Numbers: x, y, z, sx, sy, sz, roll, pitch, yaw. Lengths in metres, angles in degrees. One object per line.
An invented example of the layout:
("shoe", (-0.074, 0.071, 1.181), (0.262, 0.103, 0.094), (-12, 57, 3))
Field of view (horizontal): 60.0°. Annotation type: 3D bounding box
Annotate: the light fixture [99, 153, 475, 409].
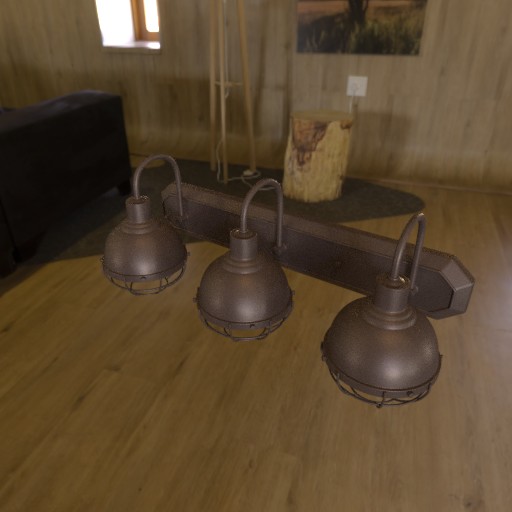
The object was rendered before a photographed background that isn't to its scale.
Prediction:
("light fixture", (0.000, 0.000, 0.736), (0.634, 0.254, 0.229), (19, 35, 30))
